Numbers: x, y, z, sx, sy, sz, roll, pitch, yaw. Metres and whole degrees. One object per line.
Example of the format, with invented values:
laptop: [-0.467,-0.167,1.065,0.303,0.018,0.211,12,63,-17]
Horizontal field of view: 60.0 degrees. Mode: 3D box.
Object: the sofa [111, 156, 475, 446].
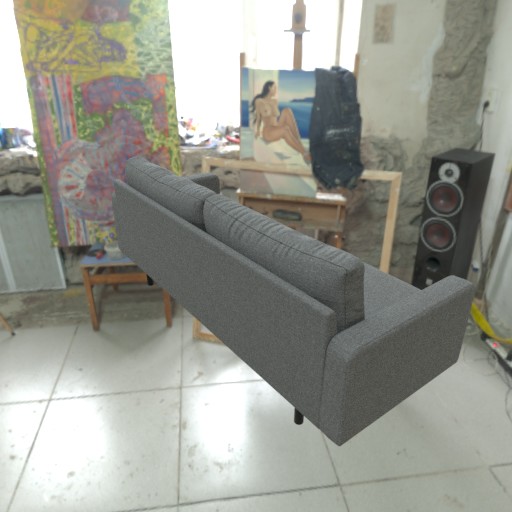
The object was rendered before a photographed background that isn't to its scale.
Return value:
sofa: [0.000,0.000,2.601,0.880,0.880,2.200,-19,32,-33]
